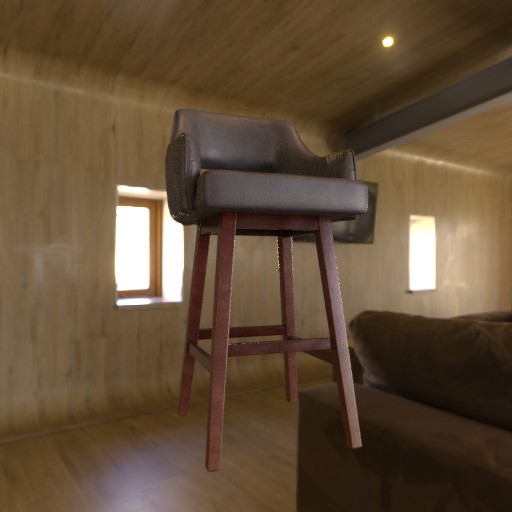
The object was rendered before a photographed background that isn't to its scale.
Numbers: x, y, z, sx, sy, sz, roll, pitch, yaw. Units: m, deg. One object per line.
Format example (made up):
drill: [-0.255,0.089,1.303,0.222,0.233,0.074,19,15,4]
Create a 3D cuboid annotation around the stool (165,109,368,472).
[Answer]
stool: [0.000,0.000,1.370,0.550,1.041,0.560,0,-1,-19]
